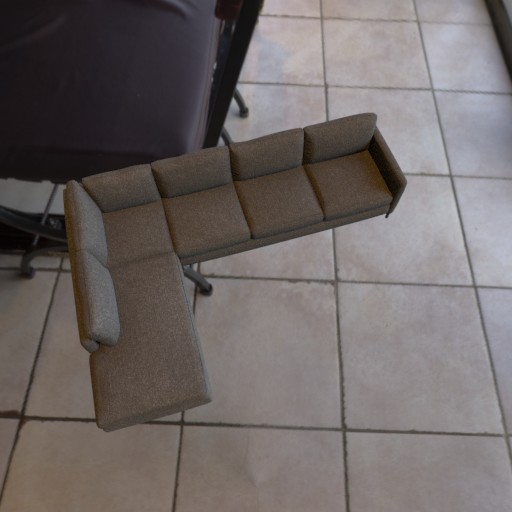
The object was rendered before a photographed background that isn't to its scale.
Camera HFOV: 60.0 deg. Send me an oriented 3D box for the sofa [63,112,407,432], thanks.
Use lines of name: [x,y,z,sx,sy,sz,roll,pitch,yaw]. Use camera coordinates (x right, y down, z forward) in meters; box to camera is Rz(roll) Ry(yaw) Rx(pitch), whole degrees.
sofa: [0.000,0.000,3.738,2.949,0.815,2.007,-15,64,-8]
